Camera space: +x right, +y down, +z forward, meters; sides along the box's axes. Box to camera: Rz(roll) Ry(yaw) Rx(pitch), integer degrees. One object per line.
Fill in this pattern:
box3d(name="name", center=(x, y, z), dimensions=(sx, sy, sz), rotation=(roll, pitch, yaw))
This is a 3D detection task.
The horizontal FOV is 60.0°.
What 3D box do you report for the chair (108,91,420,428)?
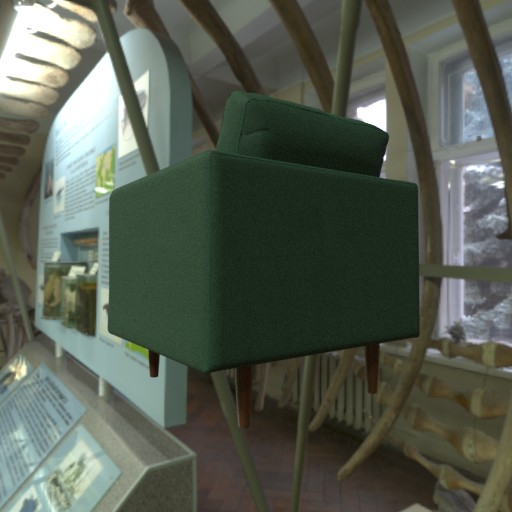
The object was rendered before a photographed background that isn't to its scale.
box3d(name="chair", center=(0.000, 0.000, 1.607), dimensions=(0.855, 0.927, 0.800), rotation=(0, 0, -35))
